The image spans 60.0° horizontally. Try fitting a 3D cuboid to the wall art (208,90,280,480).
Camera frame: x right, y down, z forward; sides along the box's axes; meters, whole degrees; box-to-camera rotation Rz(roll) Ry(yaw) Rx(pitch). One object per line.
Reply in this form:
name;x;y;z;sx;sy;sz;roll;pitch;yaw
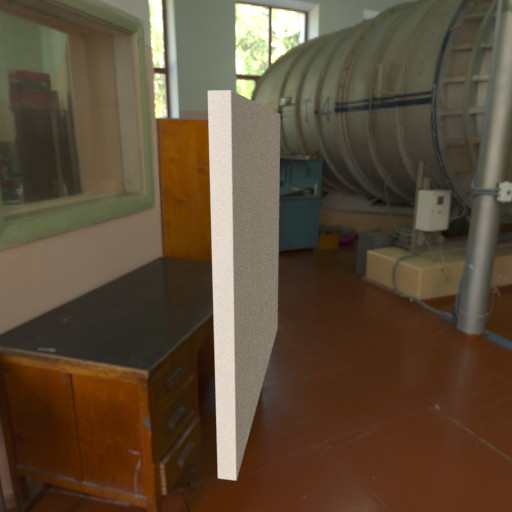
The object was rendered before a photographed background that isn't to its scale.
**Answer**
wall art;0.000;0.000;1.186;0.040;0.762;0.762;2;15;9
